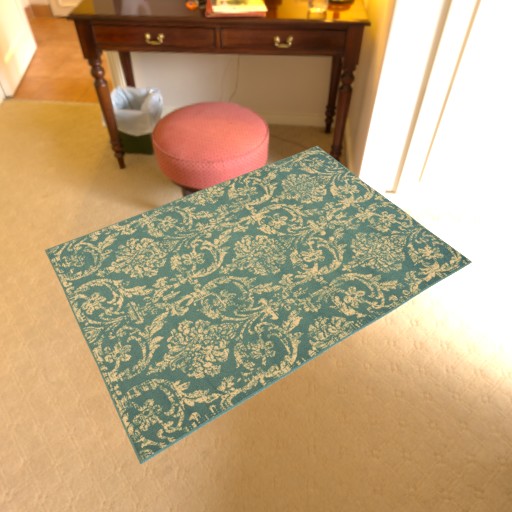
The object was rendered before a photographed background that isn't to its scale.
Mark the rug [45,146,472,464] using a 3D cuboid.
[{"bbox_3d":[0.000,0.000,2.790,2.205,0.012,1.554,-25,51,-22],"label":"rug"}]
